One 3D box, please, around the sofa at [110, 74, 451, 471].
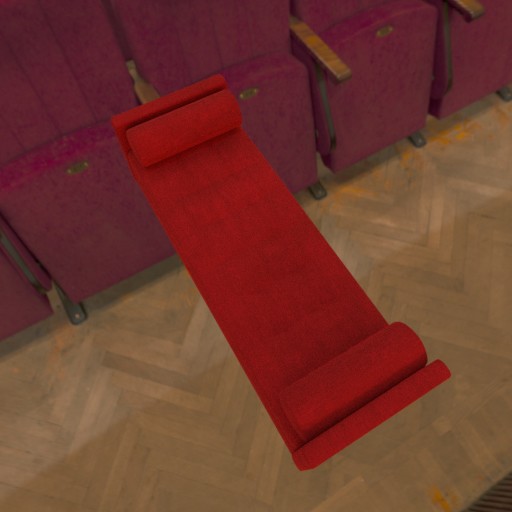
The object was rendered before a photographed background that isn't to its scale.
[{"bbox_3d":[0.000,0.000,2.344,0.686,0.635,1.981,-27,66,-13],"label":"sofa"}]
